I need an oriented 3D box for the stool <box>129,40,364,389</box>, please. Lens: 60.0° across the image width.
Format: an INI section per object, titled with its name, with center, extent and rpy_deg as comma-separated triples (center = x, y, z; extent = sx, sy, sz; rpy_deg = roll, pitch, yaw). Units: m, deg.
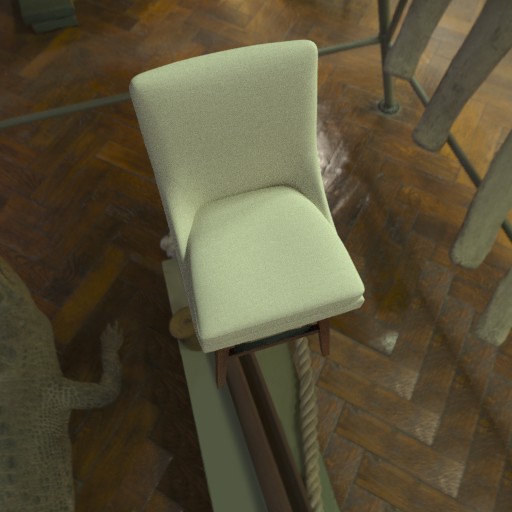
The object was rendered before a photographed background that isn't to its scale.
[stool]
center = 0.000, 0.000, 1.395
extent = 0.470, 1.097, 0.559
rpy_deg = -15, 65, -7
